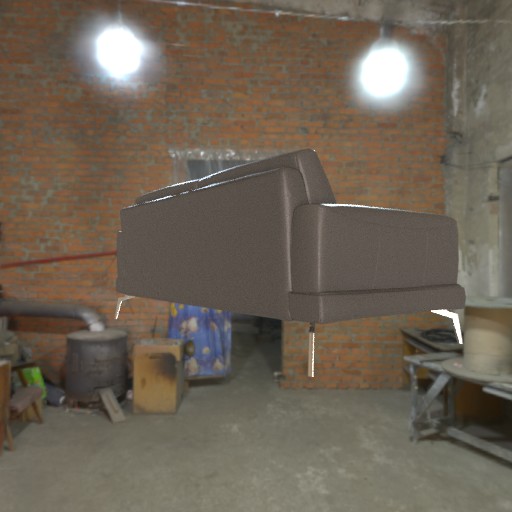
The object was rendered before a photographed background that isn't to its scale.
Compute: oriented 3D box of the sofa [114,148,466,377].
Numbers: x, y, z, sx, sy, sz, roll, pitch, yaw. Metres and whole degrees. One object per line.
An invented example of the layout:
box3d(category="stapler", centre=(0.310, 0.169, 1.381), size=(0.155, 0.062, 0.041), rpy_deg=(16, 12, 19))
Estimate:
box3d(category="sofa", centre=(0.000, 0.000, 2.802), size=(1.121, 0.930, 2.177), rpy_deg=(0, -1, -37))
